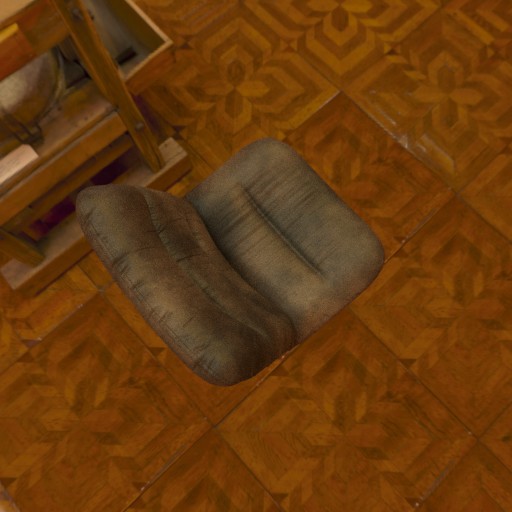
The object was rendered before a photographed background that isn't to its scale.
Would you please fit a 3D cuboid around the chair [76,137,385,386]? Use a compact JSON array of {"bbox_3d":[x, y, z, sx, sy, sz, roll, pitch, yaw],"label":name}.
[{"bbox_3d":[0.000,0.000,1.272,0.622,0.870,0.549,-39,78,-10],"label":"chair"}]
